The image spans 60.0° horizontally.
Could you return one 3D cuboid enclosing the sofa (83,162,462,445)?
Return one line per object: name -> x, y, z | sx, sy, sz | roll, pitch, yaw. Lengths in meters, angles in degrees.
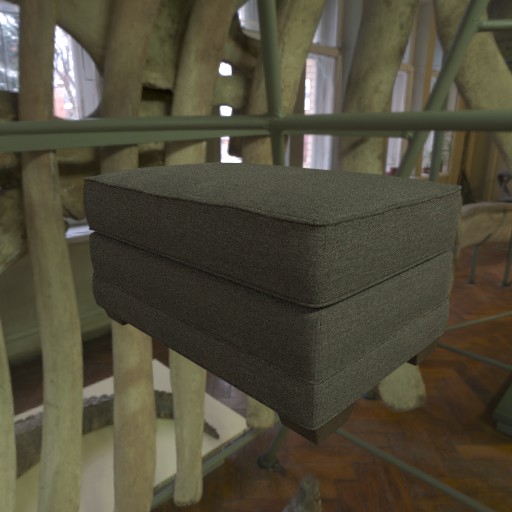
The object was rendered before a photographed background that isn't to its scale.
sofa -> 0.000, 0.000, 1.205 | 0.578, 0.457, 0.854 | -16, 23, -43
